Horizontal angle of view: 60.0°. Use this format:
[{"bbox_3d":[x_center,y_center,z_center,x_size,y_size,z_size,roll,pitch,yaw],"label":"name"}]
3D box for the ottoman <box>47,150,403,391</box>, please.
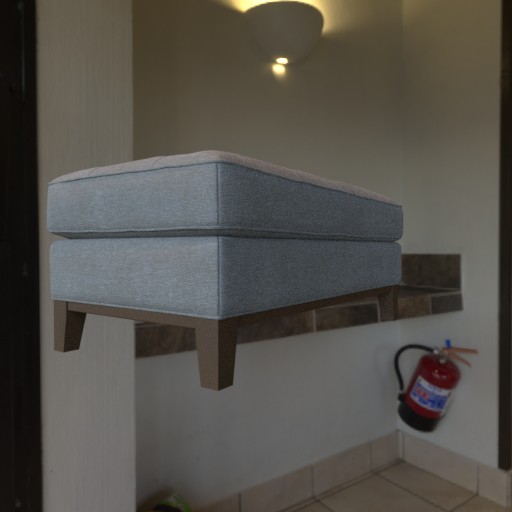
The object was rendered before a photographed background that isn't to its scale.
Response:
[{"bbox_3d":[0.000,0.000,1.487,0.648,0.514,1.143,1,1,36],"label":"ottoman"}]
